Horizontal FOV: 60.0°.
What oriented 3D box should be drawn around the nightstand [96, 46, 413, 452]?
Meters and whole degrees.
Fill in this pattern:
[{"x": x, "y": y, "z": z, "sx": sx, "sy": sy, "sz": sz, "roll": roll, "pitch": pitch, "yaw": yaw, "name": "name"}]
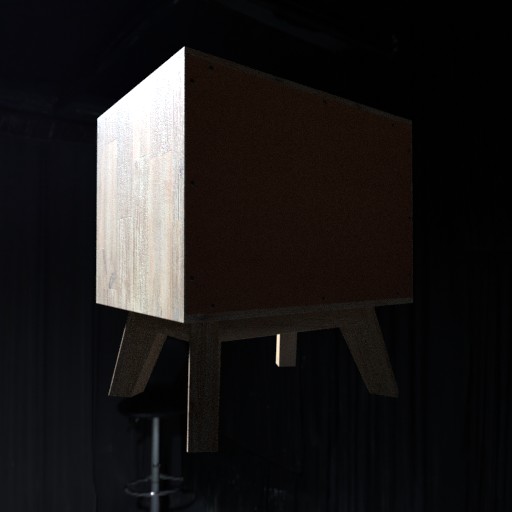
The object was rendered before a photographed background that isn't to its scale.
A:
[{"x": 0.000, "y": 0.000, "z": 0.952, "sx": 0.552, "sy": 0.589, "sz": 0.396, "roll": 1, "pitch": -1, "yaw": -37, "name": "nightstand"}]
